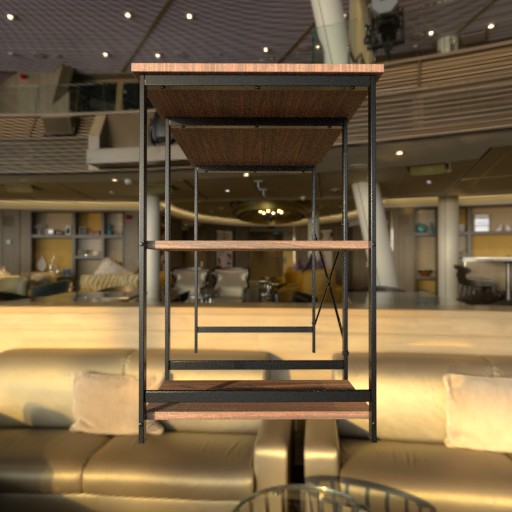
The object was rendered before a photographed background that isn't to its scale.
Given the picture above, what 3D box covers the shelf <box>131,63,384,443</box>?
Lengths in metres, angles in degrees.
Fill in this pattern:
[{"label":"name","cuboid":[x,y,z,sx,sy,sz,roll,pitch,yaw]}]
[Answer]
[{"label":"shelf","cuboid":[0.000,0.000,1.320,0.498,0.750,0.902,0,-1,-1]}]
